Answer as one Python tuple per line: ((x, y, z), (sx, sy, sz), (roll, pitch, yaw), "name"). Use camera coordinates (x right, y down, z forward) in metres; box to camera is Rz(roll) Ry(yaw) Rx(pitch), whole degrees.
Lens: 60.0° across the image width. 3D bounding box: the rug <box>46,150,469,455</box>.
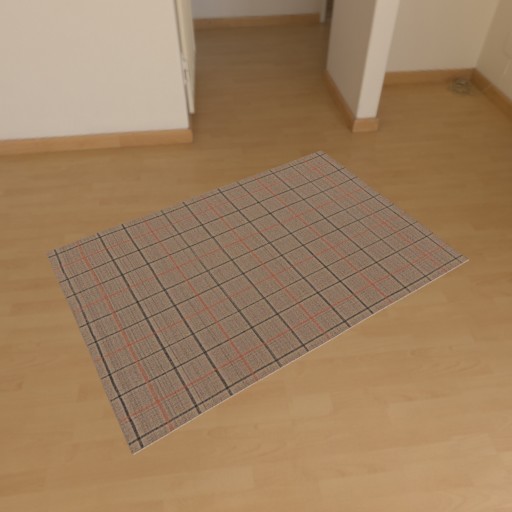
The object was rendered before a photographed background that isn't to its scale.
((0.000, 0.000, 2.302), (1.829, 0.013, 1.220), (-24, 50, -22), "rug")
